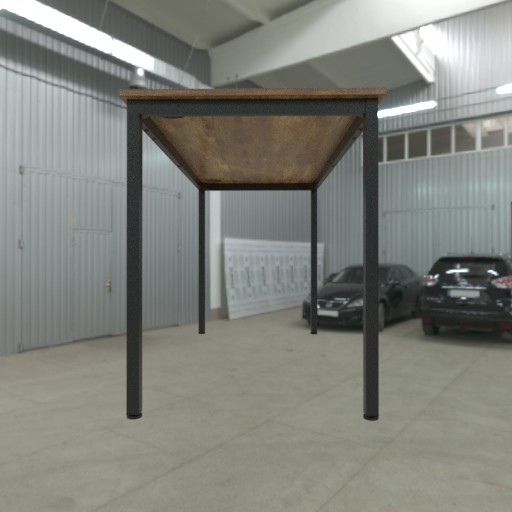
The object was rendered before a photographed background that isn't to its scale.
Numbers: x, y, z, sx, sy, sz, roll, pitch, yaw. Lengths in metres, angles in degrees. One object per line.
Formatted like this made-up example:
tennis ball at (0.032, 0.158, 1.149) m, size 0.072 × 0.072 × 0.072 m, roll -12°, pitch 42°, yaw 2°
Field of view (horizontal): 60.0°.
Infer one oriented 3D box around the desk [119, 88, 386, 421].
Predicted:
desk at (0.000, 0.000, 1.589) m, size 0.600 × 0.749 × 1.200 m, roll 0°, pitch 0°, yaw 1°
